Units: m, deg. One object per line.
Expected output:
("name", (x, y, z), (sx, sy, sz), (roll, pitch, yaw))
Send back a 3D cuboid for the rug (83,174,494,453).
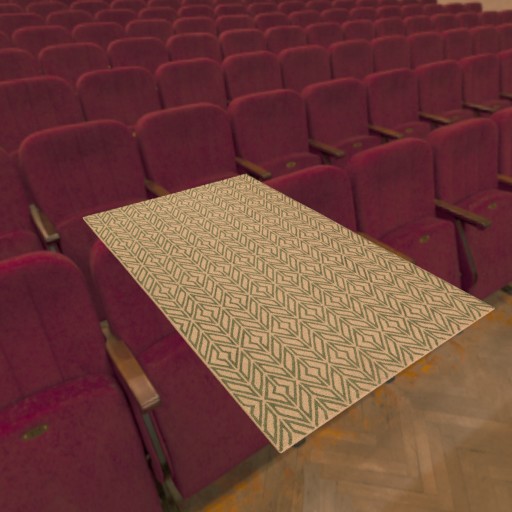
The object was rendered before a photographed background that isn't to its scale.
("rug", (0.000, 0.000, 2.922), (1.517, 0.011, 2.435), (-21, 38, -30))
